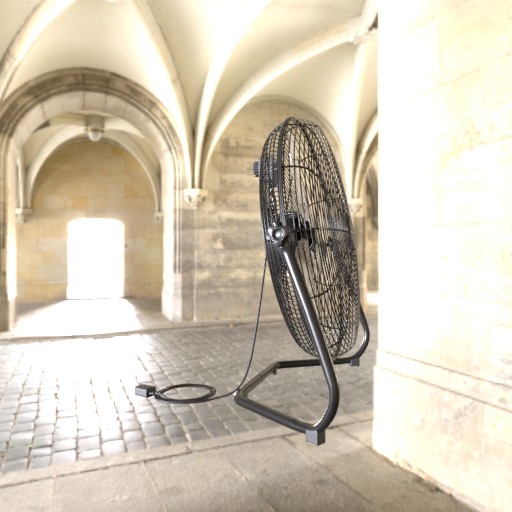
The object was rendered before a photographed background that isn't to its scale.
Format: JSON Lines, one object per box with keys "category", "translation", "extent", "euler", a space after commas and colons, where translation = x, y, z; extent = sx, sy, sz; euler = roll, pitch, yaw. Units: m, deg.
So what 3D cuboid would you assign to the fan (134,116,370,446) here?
{"category": "fan", "translation": [0.000, 0.000, 1.032], "extent": [0.470, 0.605, 0.595], "euler": [0, 0, 19]}
